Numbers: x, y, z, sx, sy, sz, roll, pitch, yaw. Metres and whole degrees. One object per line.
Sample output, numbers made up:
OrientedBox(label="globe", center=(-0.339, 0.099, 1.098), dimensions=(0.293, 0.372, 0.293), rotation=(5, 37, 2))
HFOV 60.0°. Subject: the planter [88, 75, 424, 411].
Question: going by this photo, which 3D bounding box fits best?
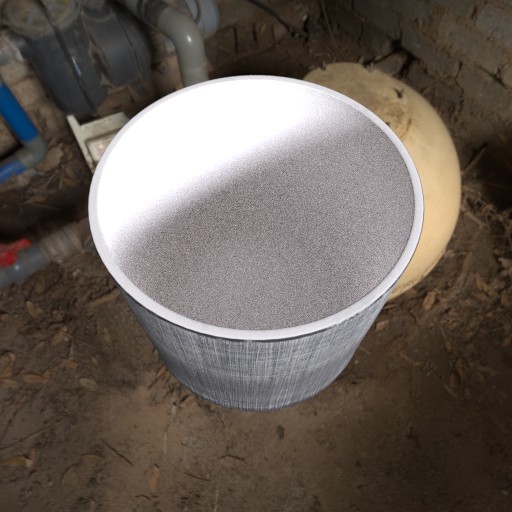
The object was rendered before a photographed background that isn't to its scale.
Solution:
OrientedBox(label="planter", center=(0.000, 0.000, 0.435), dimensions=(0.254, 0.221, 0.254), rotation=(0, 59, 0))
